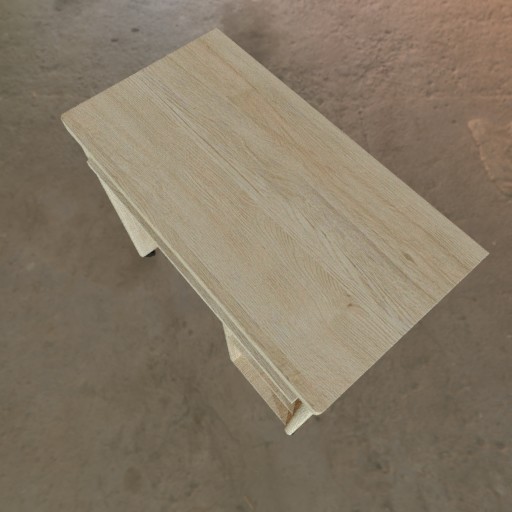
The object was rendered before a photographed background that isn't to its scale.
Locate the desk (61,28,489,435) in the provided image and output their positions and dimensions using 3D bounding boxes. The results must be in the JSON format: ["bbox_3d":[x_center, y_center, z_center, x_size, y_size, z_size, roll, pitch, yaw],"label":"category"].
[{"bbox_3d":[0.000,0.000,1.316,0.480,0.770,0.885,-38,70,-16],"label":"desk"}]
